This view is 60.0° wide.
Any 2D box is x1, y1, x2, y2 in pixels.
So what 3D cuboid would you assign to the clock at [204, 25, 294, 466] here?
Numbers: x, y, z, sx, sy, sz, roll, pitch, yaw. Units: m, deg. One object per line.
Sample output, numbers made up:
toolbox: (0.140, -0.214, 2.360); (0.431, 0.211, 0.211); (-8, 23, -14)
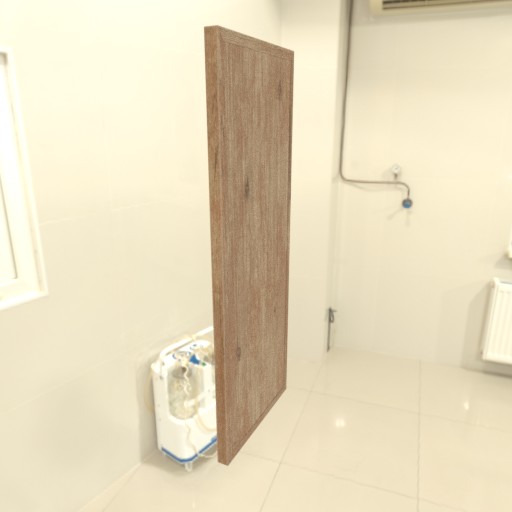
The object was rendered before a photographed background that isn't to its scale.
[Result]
clock: (0.000, 0.000, 1.092); (0.030, 0.965, 0.361); (9, 19, 26)
